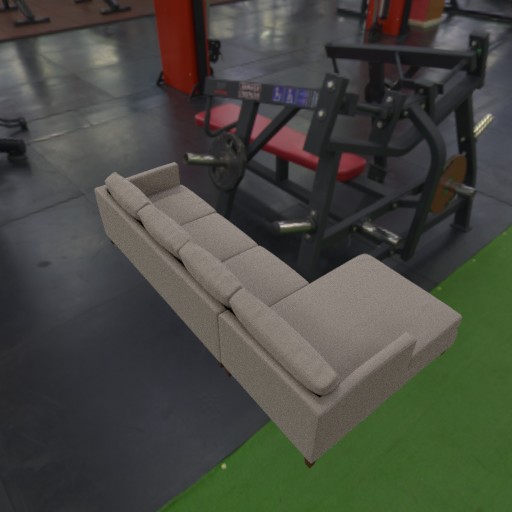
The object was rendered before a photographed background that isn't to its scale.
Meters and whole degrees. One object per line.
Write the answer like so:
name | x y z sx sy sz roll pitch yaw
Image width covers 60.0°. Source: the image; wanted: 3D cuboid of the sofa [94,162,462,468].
sofa | 0.000 0.000 3.998 1.625 0.846 3.186 -27 47 -29
